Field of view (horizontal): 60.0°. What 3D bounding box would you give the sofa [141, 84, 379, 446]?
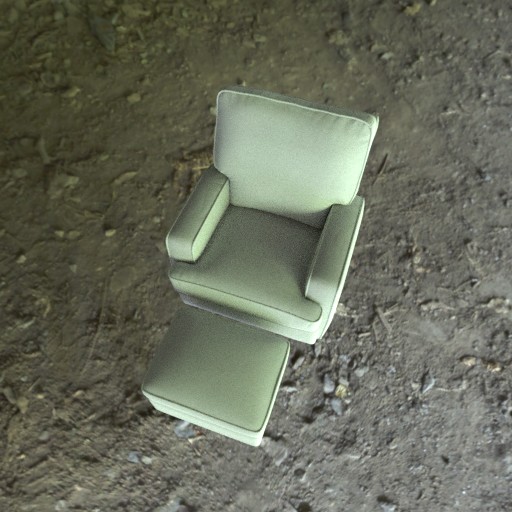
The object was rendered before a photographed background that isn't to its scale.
[{"bbox_3d":[0.000,0.000,2.104,0.861,0.959,1.472,16,58,11],"label":"sofa"}]
